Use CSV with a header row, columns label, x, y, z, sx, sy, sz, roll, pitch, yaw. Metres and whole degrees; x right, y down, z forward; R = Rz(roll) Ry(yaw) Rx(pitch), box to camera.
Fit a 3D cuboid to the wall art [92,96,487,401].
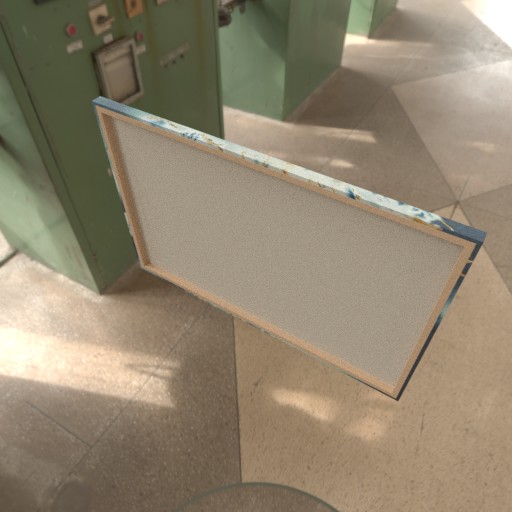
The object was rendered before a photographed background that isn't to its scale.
label,x,y,z,sx,sy,sz,roll,pitch,yaw
wall art,0.000,0.000,1.418,1.138,0.759,0.035,24,52,21
